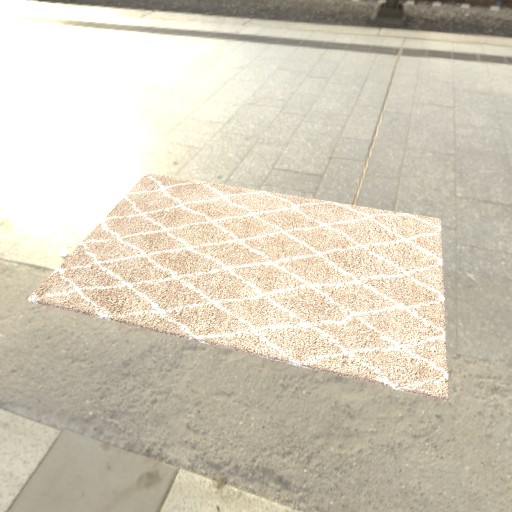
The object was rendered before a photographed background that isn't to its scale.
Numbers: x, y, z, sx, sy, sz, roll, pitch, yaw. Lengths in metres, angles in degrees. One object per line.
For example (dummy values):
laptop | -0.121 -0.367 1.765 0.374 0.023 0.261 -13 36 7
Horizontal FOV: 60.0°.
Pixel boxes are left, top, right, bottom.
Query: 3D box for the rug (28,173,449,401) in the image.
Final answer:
rug | 0.000 0.000 3.385 2.743 0.030 1.778 11 42 12
